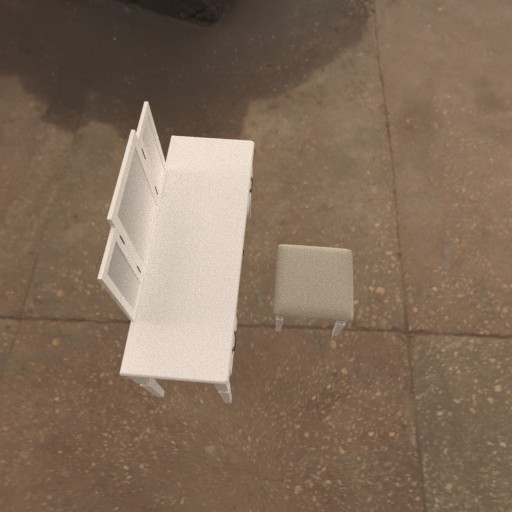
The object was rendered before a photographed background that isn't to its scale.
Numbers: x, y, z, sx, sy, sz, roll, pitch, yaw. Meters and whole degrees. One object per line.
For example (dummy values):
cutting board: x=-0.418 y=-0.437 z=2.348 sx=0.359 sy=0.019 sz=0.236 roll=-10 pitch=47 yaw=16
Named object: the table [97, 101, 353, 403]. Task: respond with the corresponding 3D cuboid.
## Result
table: x=0.000 y=0.000 z=2.324 sx=1.115 sy=1.310 sz=1.369 roll=4 pitch=63 yaw=2
